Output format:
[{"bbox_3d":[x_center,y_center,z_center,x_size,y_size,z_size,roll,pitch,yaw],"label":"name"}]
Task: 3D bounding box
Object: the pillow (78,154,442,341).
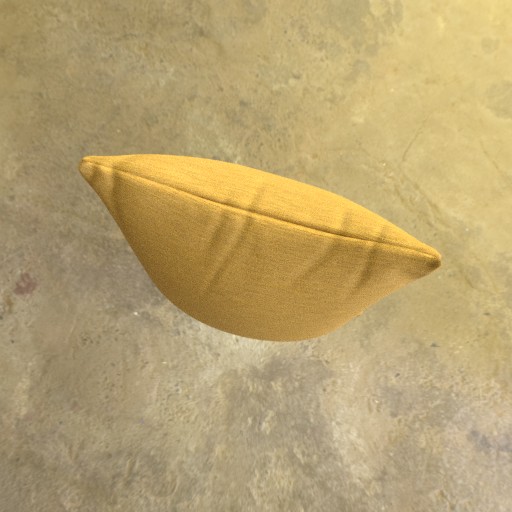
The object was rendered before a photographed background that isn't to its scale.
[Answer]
[{"bbox_3d":[0.000,0.000,0.696,0.435,0.417,0.247,16,76,4],"label":"pillow"}]
